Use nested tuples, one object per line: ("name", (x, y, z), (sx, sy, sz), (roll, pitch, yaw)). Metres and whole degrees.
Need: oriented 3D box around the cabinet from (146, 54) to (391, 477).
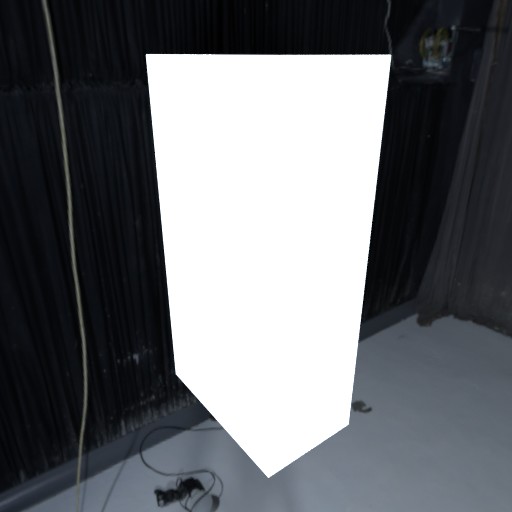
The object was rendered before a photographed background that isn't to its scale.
("cabinet", (0.000, 0.000, 2.321), (0.580, 1.920, 0.980), (-17, 30, -33))
